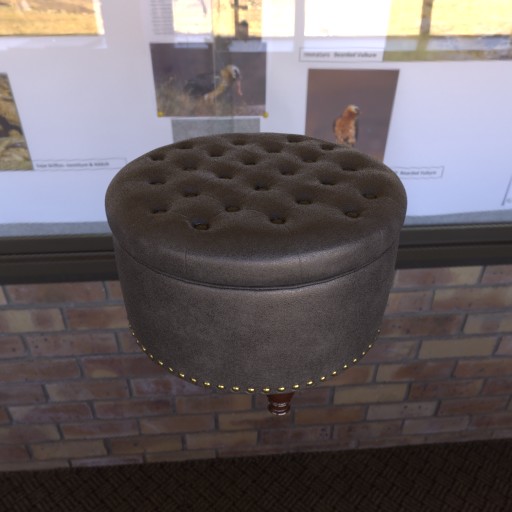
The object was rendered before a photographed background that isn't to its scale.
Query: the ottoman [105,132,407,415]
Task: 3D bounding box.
[{"bbox_3d":[0.000,0.000,1.066,0.637,0.442,0.637,0,32,0],"label":"ottoman"}]
